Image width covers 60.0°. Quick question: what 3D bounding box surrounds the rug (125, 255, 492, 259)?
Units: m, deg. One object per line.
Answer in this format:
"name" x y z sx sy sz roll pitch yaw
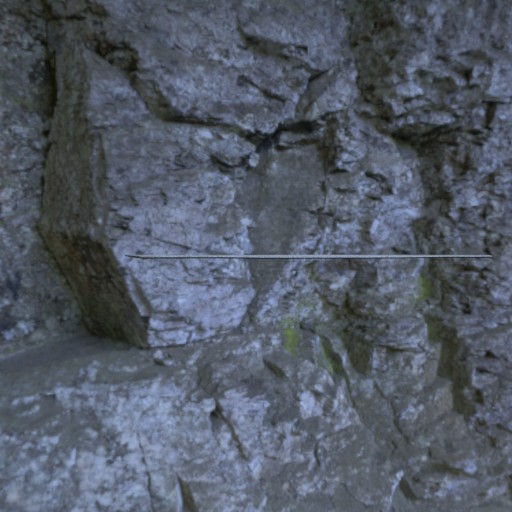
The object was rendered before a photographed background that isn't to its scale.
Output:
"rug" 0.000 0.000 5.045 2.782 0.025 3.935 0 0 -18
